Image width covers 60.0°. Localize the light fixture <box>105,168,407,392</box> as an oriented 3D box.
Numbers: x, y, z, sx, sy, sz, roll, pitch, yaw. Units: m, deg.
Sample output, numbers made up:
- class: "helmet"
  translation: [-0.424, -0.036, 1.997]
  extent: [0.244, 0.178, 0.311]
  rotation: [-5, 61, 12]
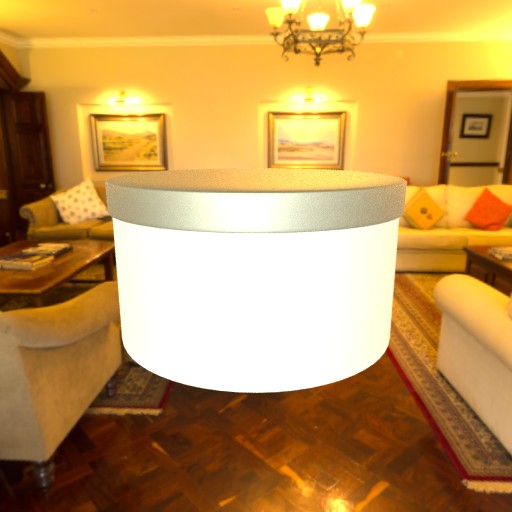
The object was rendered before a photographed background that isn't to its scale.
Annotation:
- class: "light fixture"
  translation: [0.000, 0.000, 0.636]
  extent: [0.393, 0.229, 0.393]
  rotation: [0, 14, 0]
